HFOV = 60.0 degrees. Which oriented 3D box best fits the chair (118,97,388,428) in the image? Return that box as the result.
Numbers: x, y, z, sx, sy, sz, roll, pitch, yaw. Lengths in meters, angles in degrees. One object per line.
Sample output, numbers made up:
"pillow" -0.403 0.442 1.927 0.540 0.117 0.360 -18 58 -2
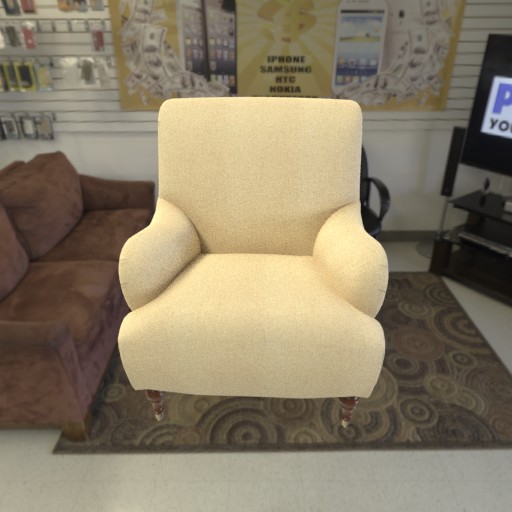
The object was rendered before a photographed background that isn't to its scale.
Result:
"chair" 0.000 0.000 1.521 0.766 0.944 0.842 1 28 2
